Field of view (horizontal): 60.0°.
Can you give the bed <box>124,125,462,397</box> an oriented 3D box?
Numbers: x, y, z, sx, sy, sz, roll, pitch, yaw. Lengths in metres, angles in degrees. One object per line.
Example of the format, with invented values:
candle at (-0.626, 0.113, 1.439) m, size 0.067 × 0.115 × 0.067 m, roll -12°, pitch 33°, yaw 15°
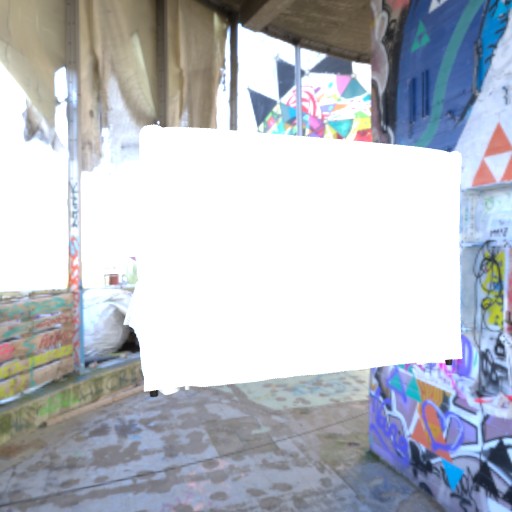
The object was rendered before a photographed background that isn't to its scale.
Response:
bed at (0.000, 0.000, 3.473) m, size 1.925 × 1.332 × 2.276 m, roll 0°, pitch 1°, yaw -19°
